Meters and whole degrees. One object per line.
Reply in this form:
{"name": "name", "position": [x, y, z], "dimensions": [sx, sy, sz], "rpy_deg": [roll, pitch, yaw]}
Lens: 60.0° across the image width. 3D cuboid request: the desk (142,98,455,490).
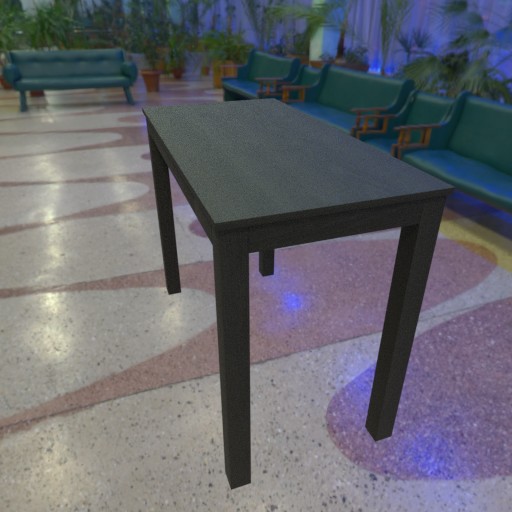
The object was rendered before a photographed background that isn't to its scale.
{"name": "desk", "position": [0.000, 0.000, 1.413], "dimensions": [0.499, 0.762, 0.991], "rpy_deg": [-10, 31, -17]}
